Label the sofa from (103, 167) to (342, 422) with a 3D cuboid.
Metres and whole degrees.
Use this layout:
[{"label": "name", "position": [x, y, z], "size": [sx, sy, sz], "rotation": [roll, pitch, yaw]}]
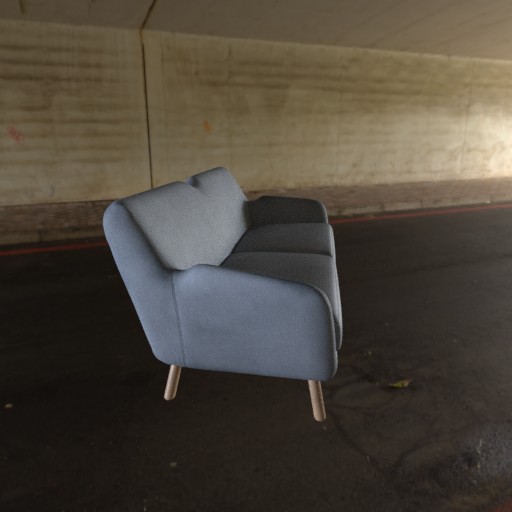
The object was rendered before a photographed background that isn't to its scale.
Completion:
[{"label": "sofa", "position": [0.000, 0.000, 2.352], "size": [0.850, 0.810, 1.870], "rotation": [2, 16, 8]}]
